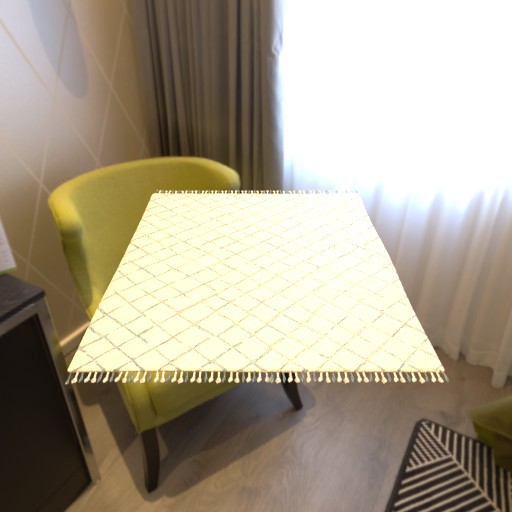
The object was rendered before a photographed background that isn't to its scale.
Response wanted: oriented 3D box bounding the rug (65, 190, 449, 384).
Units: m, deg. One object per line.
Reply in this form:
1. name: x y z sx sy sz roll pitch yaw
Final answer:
1. rug: 0.000 0.000 4.807 2.892 0.036 3.585 0 32 0
